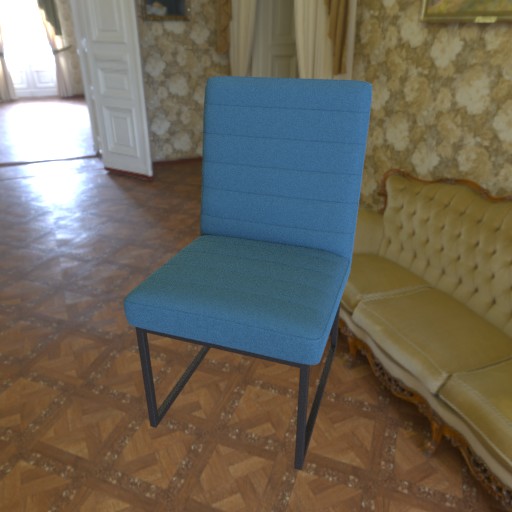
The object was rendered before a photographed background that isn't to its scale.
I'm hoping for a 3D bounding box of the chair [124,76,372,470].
[{"bbox_3d":[0.000,0.000,1.298,0.520,0.930,0.634,9,28,17],"label":"chair"}]
